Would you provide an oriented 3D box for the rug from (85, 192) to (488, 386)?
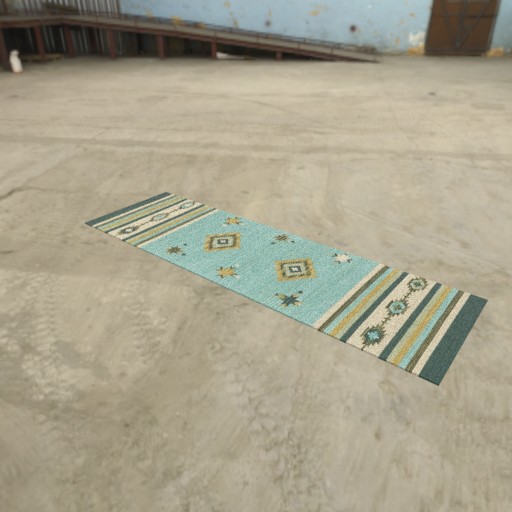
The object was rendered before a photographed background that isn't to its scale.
[{"bbox_3d":[0.000,0.000,2.677,2.441,0.010,0.744,21,36,33],"label":"rug"}]
